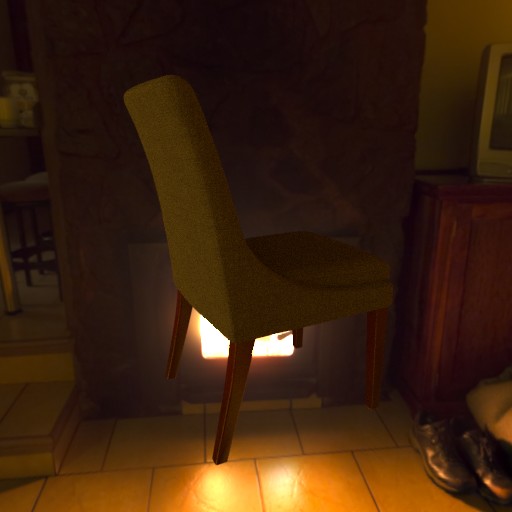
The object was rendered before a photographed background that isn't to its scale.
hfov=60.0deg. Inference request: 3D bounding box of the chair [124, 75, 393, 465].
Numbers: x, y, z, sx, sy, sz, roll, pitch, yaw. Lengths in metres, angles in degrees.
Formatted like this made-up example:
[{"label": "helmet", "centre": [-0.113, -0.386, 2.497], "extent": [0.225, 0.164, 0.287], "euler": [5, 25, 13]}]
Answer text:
[{"label": "chair", "centre": [0.000, 0.000, 1.338], "extent": [0.655, 0.952, 0.508], "euler": [-8, 18, -25]}]
